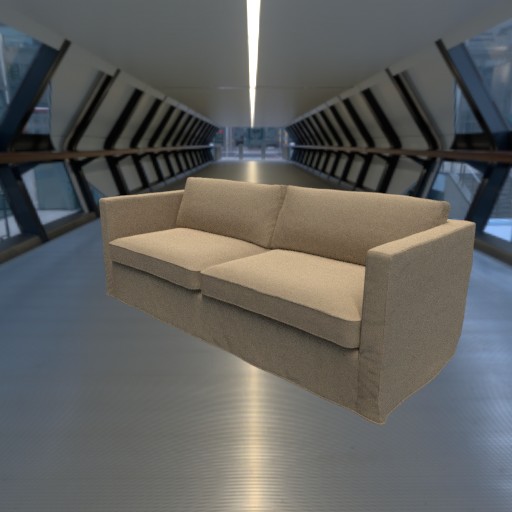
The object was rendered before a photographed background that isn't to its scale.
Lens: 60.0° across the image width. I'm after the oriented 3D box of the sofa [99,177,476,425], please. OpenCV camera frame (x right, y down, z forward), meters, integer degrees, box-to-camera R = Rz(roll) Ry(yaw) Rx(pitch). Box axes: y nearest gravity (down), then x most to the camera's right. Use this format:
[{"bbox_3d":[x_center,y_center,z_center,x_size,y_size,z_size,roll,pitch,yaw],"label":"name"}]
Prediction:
[{"bbox_3d":[0.000,0.000,2.799,2.312,0.853,0.962,14,20,42],"label":"sofa"}]
